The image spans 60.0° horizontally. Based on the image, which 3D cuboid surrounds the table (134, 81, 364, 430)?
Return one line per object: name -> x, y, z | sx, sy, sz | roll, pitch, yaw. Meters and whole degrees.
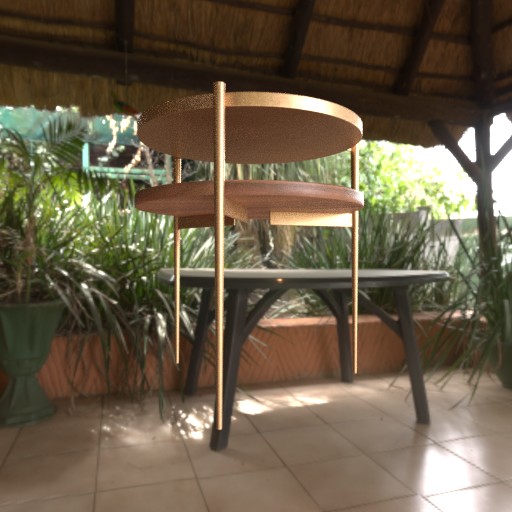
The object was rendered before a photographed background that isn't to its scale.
table -> 0.000, 0.000, 0.863 | 0.456, 0.493, 0.430 | 0, 0, -19
